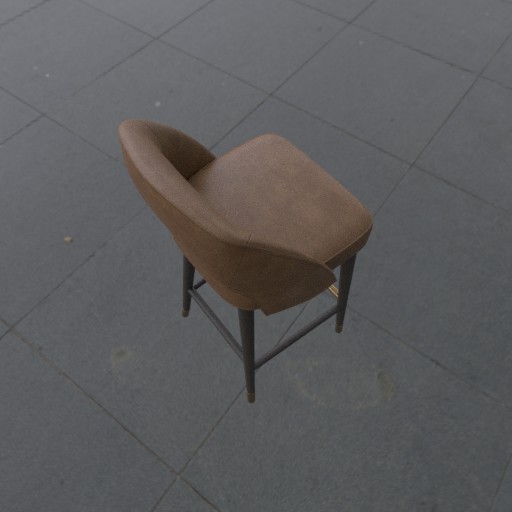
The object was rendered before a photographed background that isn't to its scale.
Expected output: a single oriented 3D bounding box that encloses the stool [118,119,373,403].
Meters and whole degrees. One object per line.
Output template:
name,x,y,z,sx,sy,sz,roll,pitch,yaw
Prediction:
stool,0.000,0.000,1.301,0.509,1.037,0.494,-34,64,-19
